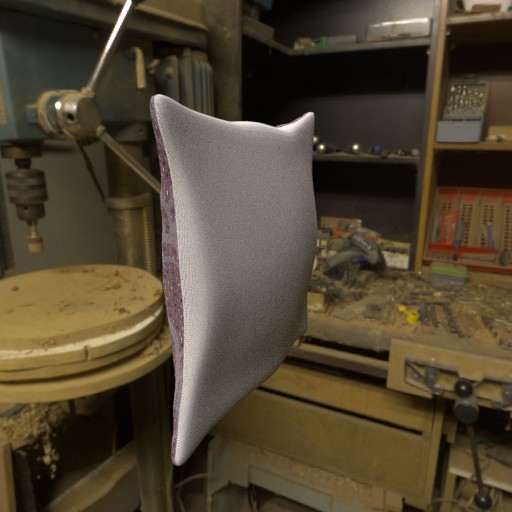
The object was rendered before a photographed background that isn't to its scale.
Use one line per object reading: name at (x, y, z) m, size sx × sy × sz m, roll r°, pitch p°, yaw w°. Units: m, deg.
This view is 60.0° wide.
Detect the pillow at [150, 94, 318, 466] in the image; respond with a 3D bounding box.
pillow at (0.000, 0.000, 0.795) m, size 0.163 × 0.513 × 0.514 m, roll 8°, pitch 18°, yaw 26°
